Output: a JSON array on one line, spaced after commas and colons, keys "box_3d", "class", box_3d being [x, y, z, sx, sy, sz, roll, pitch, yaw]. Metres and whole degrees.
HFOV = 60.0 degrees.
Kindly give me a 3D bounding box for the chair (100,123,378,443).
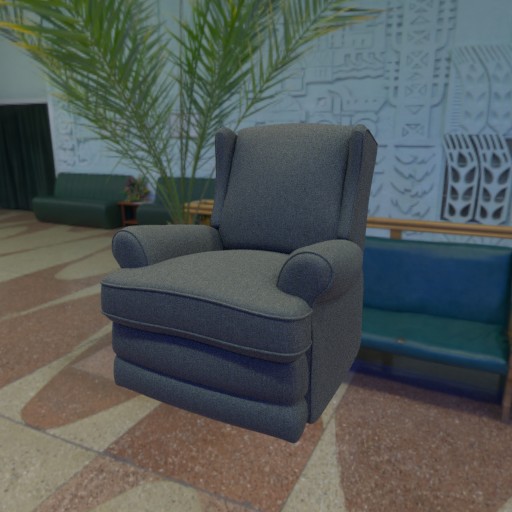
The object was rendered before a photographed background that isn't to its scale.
[{"box_3d": [0.000, 0.000, 1.710, 0.847, 1.011, 0.969, 7, 16, 27], "class": "chair"}]
